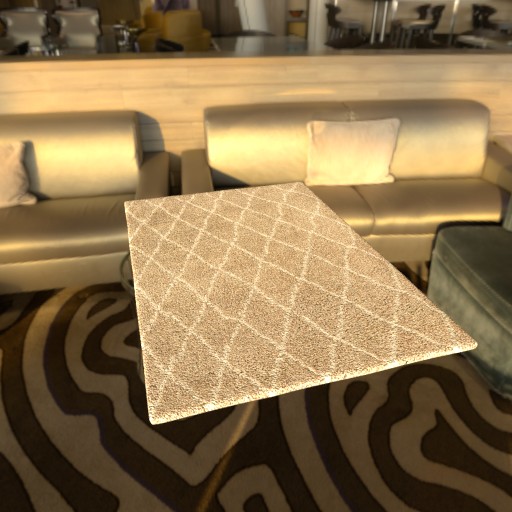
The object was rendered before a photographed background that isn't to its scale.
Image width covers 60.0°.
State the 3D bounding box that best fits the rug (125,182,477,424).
[{"bbox_3d":[0.000,0.000,2.252,1.219,0.030,1.778,-9,31,-15],"label":"rug"}]
